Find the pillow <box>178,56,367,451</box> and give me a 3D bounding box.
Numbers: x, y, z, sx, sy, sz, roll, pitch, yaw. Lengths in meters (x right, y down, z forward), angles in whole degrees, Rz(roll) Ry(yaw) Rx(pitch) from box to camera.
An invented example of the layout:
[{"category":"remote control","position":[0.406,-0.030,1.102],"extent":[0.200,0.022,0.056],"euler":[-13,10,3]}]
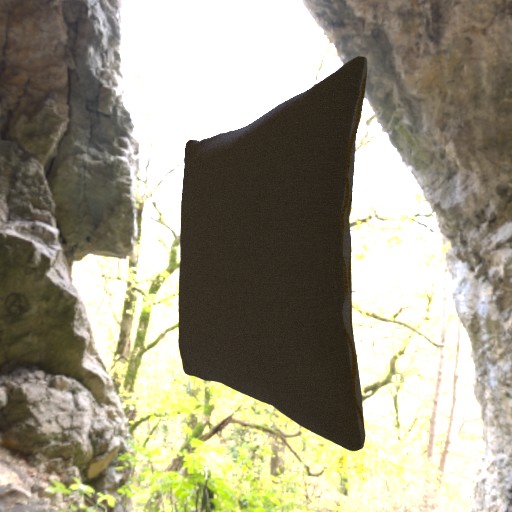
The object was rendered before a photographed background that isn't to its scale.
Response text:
[{"category":"pillow","position":[0.000,0.000,0.656],"extent":[0.159,0.436,0.429],"euler":[1,-2,-36]}]
